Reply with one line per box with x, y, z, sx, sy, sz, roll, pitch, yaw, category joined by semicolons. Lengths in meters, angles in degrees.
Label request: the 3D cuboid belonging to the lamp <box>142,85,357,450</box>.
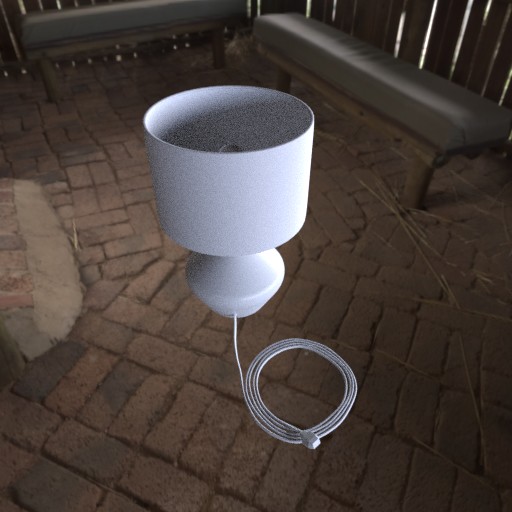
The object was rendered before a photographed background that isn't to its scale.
0.000;0.000;0.846;0.401;0.457;0.546;0;40;0;lamp
